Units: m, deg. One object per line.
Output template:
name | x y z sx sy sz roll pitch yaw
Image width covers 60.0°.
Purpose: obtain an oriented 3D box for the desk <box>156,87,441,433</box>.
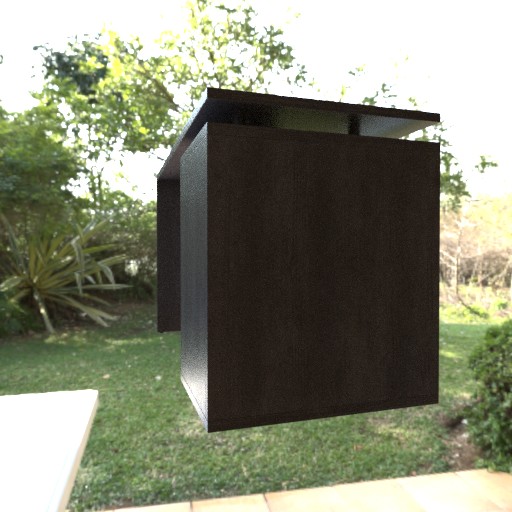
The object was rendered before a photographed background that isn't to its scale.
desk | 0.000 0.000 1.608 0.600 0.740 1.200 0 1 -18
